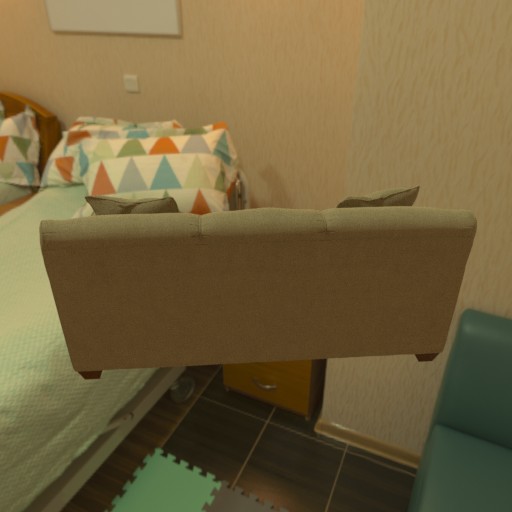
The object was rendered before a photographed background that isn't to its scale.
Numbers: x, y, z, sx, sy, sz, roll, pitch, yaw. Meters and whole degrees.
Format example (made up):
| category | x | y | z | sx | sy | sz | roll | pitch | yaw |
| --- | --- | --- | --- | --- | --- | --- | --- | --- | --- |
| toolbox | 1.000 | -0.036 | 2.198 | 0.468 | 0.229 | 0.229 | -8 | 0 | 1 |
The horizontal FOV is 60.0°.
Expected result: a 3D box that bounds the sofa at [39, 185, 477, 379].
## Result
| category | x | y | z | sx | sy | sz | roll | pitch | yaw |
| --- | --- | --- | --- | --- | --- | --- | --- | --- | --- |
| sofa | 0.000 | 0.000 | 2.615 | 2.024 | 0.958 | 0.997 | -2 | 29 | -4 |
